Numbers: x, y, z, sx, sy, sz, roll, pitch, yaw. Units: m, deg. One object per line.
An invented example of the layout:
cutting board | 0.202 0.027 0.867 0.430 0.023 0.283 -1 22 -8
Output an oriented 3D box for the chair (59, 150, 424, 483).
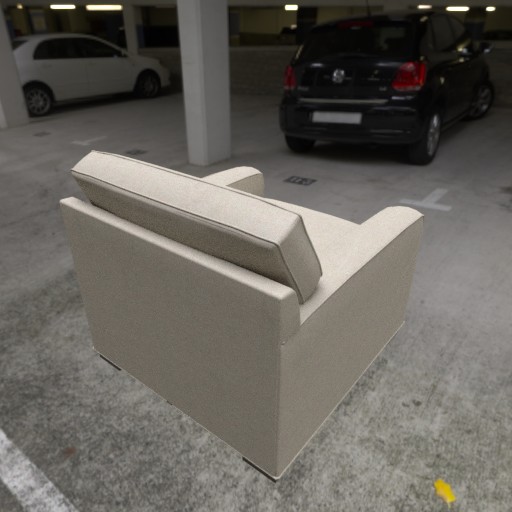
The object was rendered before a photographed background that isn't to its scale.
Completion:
chair | 0.000 0.000 1.812 0.998 0.913 1.043 21 36 33
